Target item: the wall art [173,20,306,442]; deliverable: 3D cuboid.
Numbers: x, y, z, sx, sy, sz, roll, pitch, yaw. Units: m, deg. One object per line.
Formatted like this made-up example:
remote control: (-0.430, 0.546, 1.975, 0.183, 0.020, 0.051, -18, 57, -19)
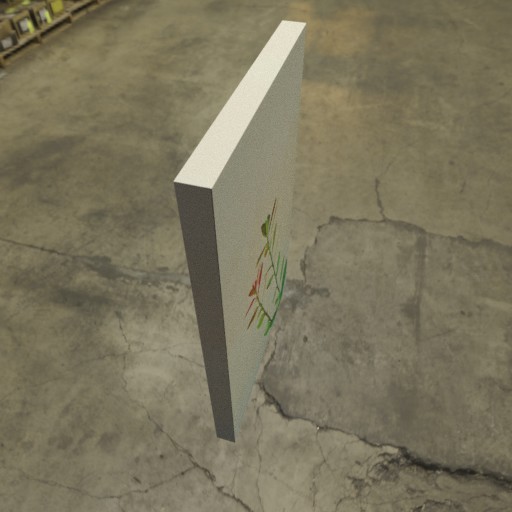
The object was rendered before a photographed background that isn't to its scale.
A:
wall art: (0.000, 0.000, 0.755, 0.038, 0.611, 0.408, 12, 48, 11)
